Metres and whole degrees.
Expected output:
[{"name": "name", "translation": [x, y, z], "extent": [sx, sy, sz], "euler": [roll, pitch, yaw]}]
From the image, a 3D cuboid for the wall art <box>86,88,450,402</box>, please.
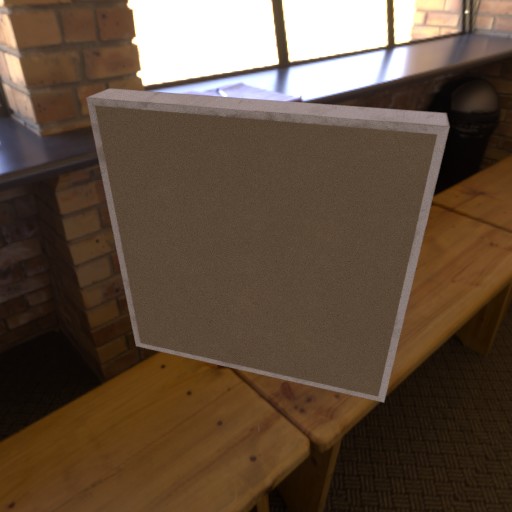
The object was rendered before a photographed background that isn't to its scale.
[{"name": "wall art", "translation": [0.000, 0.000, 0.456], "extent": [0.305, 0.303, 0.038], "euler": [9, 34, 14]}]
